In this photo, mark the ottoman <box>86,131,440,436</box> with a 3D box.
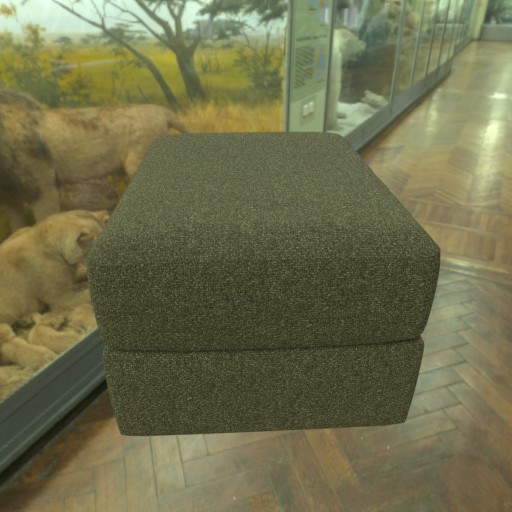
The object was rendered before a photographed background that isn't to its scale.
[{"bbox_3d":[0.000,0.000,1.095,0.598,0.476,0.742,-2,30,-3],"label":"ottoman"}]
